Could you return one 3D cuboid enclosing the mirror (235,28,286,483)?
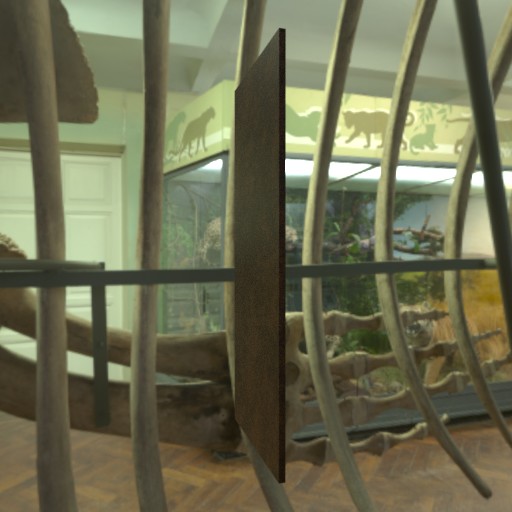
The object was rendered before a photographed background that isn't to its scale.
[{"bbox_3d":[0.000,0.000,2.368,0.032,2.031,0.812,0,1,-17],"label":"mirror"}]
